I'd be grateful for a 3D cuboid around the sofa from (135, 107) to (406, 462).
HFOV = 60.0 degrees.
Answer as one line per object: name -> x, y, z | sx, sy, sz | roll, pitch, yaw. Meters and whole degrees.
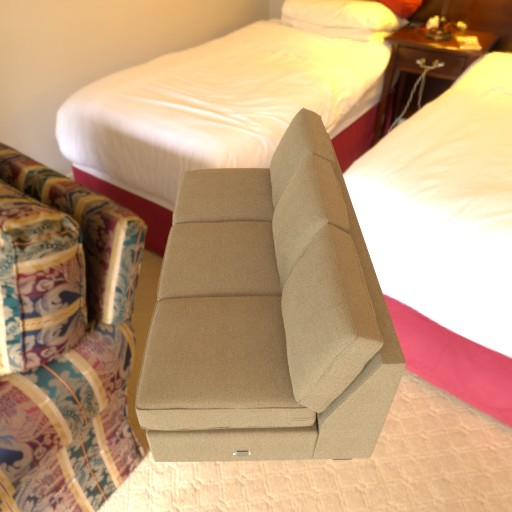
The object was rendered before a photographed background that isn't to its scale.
sofa -> 0.000, 0.000, 2.690 | 1.127, 1.036, 2.092 | -1, 40, -1
